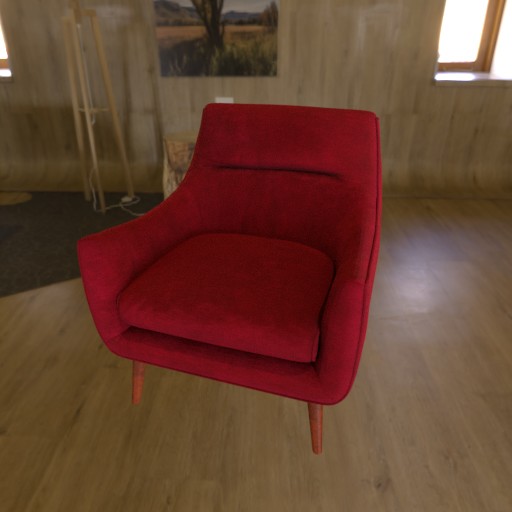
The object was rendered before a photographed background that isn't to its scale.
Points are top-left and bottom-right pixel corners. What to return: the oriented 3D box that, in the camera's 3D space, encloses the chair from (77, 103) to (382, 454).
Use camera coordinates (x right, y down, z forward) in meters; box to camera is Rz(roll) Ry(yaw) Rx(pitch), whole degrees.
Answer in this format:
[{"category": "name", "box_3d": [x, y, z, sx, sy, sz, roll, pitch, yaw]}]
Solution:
[{"category": "chair", "box_3d": [0.000, 0.000, 1.427, 0.762, 0.838, 0.787, 9, 28, 16]}]
